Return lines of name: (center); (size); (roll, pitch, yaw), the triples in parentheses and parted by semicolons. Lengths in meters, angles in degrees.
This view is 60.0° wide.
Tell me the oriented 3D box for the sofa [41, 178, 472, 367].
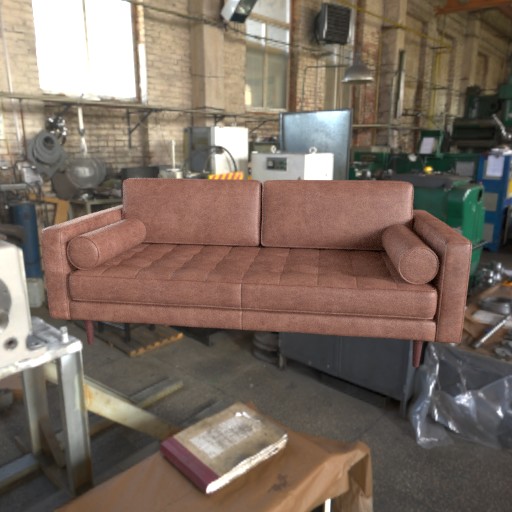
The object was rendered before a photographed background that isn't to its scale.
sofa: (0.000, 0.000, 2.316); (1.870, 0.760, 0.910); (2, 14, 8)
